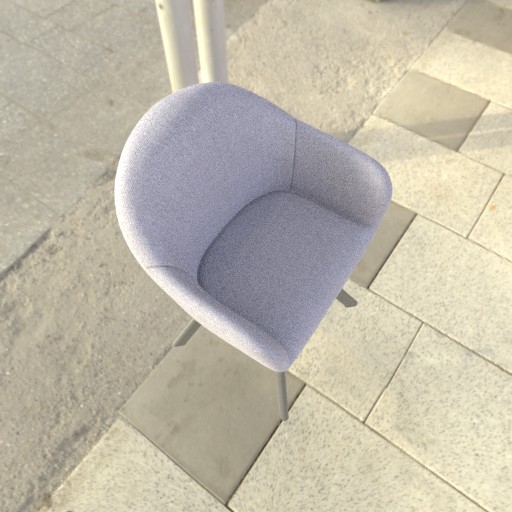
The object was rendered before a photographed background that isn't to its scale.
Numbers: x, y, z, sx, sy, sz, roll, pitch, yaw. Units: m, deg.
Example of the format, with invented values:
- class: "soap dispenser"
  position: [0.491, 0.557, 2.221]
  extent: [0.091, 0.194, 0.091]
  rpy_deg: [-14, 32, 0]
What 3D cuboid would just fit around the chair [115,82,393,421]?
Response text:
- class: "chair"
  position: [0.000, 0.000, 1.217]
  extent: [0.550, 0.795, 0.590]
  rpy_deg: [30, 63, 17]
